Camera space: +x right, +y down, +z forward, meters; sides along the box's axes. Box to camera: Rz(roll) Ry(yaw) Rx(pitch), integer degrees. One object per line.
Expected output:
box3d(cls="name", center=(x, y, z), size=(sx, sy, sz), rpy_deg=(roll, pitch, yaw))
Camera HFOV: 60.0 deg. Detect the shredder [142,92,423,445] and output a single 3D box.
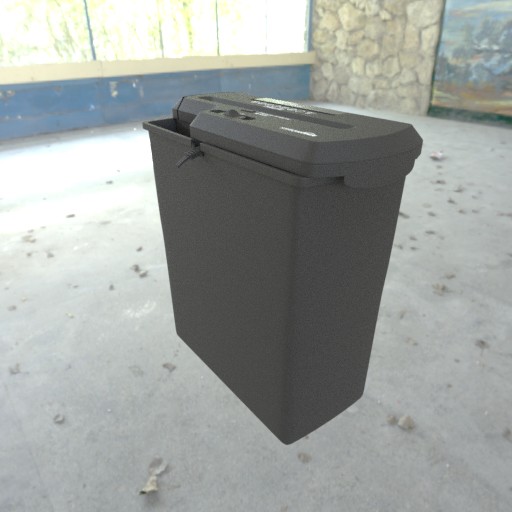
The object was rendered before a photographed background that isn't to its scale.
box3d(cls="shredder", center=(0.000, 0.000, 0.517), size=(0.170, 0.335, 0.320), rpy_deg=(-19, 33, -32))
